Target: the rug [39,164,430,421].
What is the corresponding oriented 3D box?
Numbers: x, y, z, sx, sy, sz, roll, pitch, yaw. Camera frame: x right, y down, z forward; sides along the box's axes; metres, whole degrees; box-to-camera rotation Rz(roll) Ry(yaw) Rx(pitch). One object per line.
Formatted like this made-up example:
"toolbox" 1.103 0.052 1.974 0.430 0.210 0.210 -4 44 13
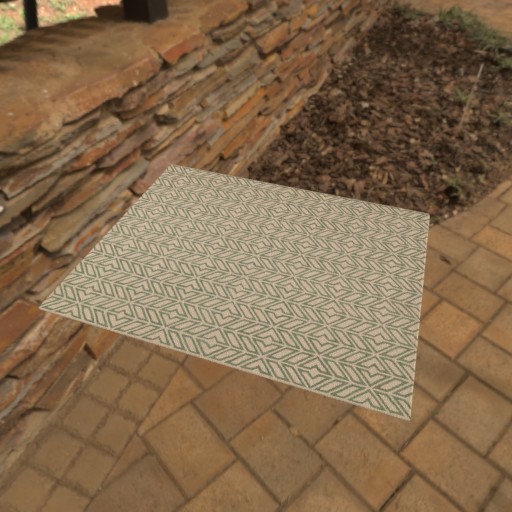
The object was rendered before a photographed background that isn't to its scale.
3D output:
"rug" 0.000 0.000 4.213 3.050 0.017 2.441 13 44 14
